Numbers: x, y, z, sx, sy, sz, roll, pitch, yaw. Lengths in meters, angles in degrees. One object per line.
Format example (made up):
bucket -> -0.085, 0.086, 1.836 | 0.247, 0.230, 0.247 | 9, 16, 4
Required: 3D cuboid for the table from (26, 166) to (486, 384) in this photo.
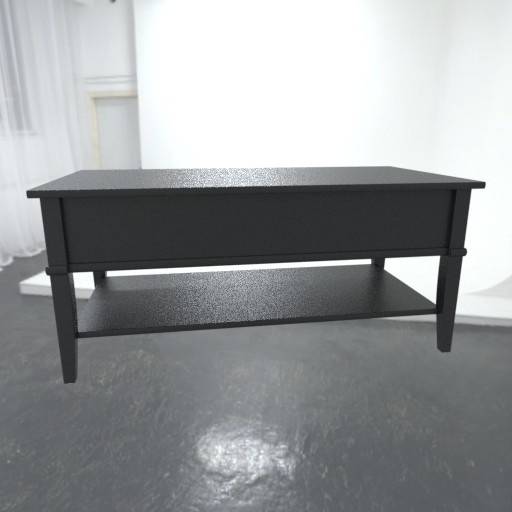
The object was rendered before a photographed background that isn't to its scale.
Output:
table -> 0.000, 0.000, 1.303 | 1.044, 0.470, 0.523 | -2, 16, -9
